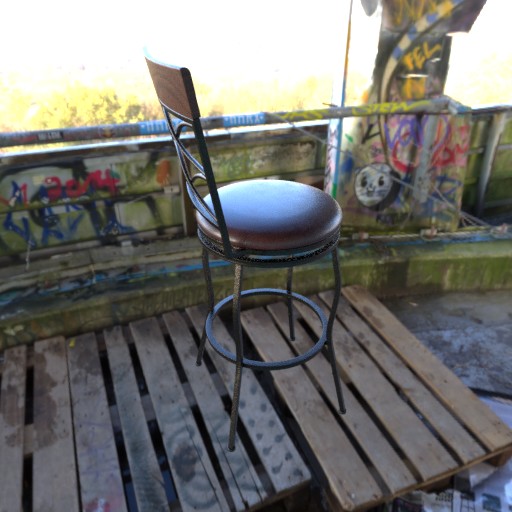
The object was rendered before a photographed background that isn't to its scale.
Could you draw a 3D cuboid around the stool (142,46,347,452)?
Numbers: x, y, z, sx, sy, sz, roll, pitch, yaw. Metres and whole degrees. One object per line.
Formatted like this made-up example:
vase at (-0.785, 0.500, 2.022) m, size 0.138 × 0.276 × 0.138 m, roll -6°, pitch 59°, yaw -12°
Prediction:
stool at (0.000, 0.000, 1.342) m, size 0.513 × 1.130 × 0.448 m, roll -11°, pitch 32°, yaw -18°
